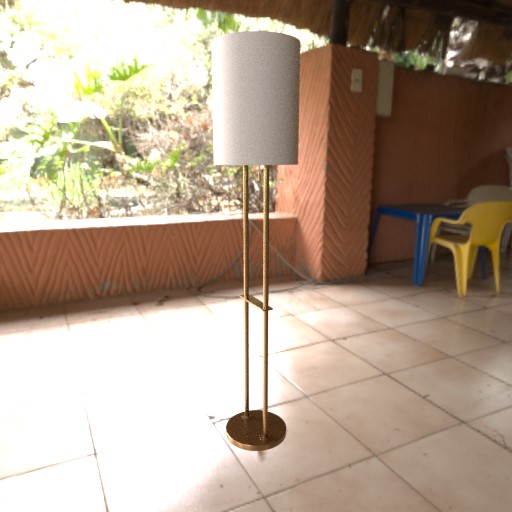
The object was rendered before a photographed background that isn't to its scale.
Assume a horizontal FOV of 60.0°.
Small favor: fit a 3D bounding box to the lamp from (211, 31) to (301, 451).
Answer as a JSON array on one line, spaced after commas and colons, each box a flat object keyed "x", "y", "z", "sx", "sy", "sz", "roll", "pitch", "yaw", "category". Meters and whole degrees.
[{"x": 0.000, "y": 0.000, "z": 1.687, "sx": 0.305, "sy": 1.500, "sz": 0.306, "roll": -6, "pitch": 14, "yaw": -27, "category": "lamp"}]
